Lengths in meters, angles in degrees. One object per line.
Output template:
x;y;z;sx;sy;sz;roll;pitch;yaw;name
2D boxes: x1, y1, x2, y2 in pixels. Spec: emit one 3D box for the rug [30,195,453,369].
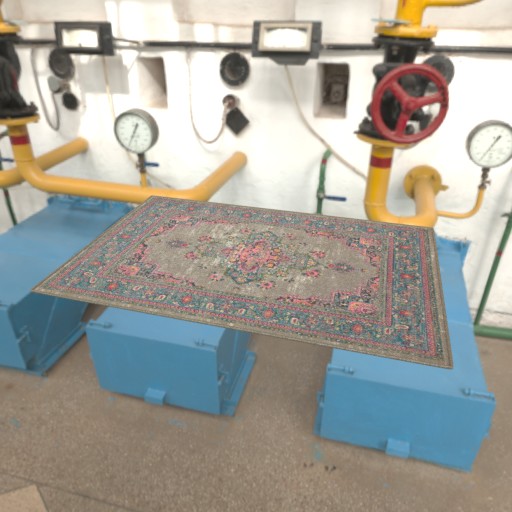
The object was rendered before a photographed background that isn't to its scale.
0.000;0.000;2.215;1.748;0.014;1.144;8;31;14;rug
